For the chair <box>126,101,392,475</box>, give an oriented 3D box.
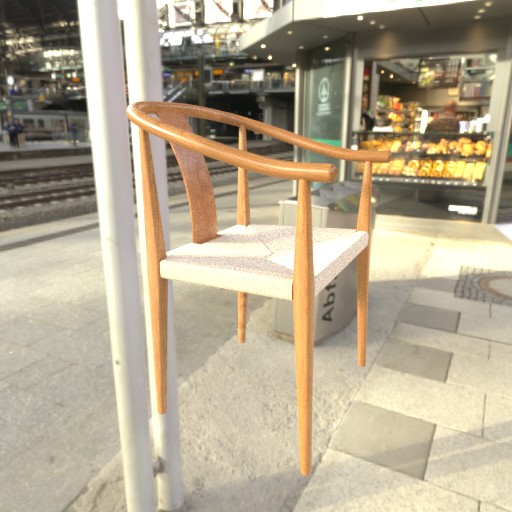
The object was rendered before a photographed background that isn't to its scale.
[{"bbox_3d":[0.000,0.000,1.197,0.579,0.800,0.556,8,18,25],"label":"chair"}]
